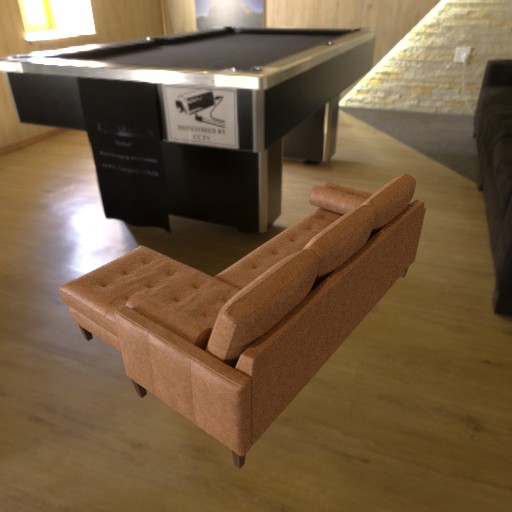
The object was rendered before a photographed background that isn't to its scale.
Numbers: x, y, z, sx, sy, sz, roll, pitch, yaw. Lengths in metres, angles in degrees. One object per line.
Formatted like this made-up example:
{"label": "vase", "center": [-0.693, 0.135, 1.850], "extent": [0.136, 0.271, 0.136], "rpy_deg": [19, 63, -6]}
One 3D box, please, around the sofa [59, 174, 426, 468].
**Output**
{"label": "sofa", "center": [0.000, 0.000, 2.985], "extent": [1.506, 0.876, 2.178], "rpy_deg": [21, 37, 31]}
